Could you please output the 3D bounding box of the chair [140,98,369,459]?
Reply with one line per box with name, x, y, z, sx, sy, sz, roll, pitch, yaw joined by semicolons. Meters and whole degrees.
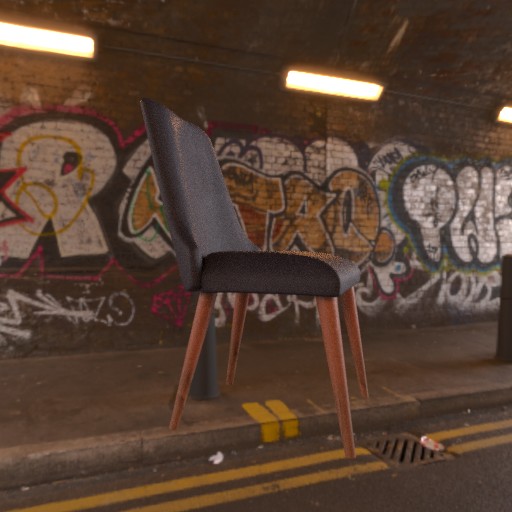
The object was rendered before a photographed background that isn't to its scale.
chair;0.000;0.000;1.193;0.567;0.820;0.504;0;1;18
